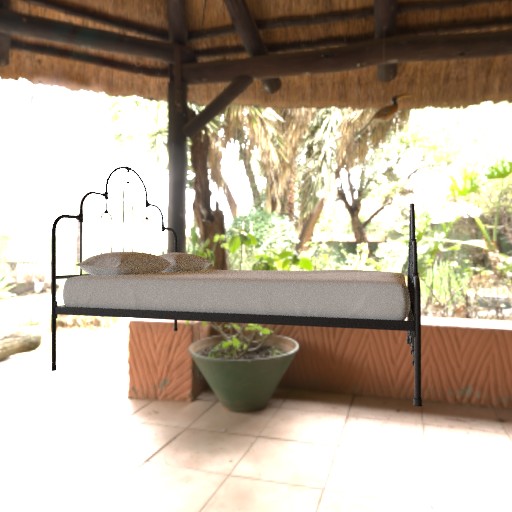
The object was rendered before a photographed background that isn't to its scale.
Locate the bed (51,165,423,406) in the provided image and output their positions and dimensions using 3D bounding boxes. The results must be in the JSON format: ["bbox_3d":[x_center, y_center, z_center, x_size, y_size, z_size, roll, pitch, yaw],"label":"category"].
[{"bbox_3d":[0.000,0.000,3.191,2.163,1.429,1.640,0,0,18],"label":"bed"}]
